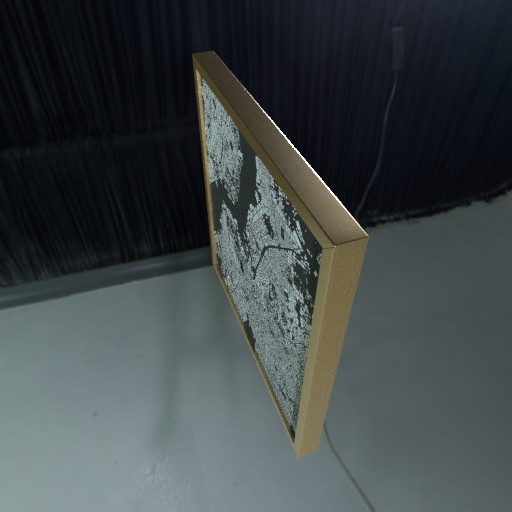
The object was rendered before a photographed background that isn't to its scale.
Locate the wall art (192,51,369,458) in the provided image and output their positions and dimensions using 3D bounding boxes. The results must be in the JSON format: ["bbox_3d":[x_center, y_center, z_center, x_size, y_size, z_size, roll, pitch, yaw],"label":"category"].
[{"bbox_3d":[0.000,0.000,0.460,0.023,0.305,0.305,-15,47,-15],"label":"wall art"}]
